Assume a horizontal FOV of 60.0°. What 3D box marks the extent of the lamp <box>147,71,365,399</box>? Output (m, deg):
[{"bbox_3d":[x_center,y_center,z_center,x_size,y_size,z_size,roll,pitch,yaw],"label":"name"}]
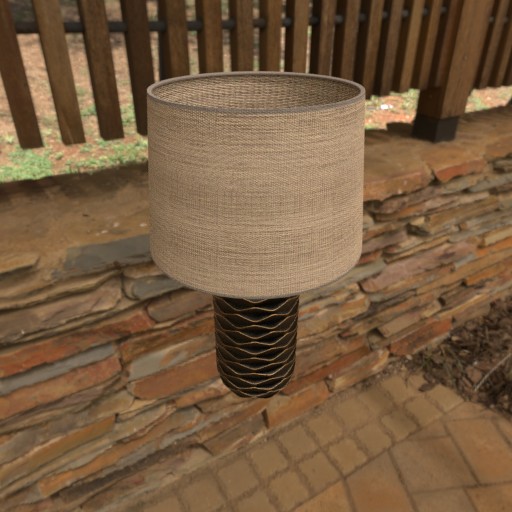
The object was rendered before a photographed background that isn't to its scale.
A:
[{"bbox_3d":[0.000,0.000,0.821,0.376,0.594,0.376,0,30,0],"label":"lamp"}]
